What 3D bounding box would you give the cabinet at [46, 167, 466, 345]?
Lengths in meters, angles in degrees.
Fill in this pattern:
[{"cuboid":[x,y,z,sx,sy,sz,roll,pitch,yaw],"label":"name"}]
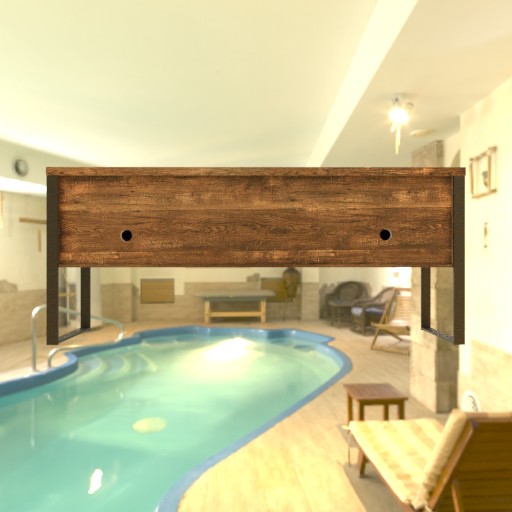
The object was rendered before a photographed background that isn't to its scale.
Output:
[{"cuboid":[0.000,0.000,2.097,1.800,0.762,0.395,0,0,0],"label":"cabinet"}]
